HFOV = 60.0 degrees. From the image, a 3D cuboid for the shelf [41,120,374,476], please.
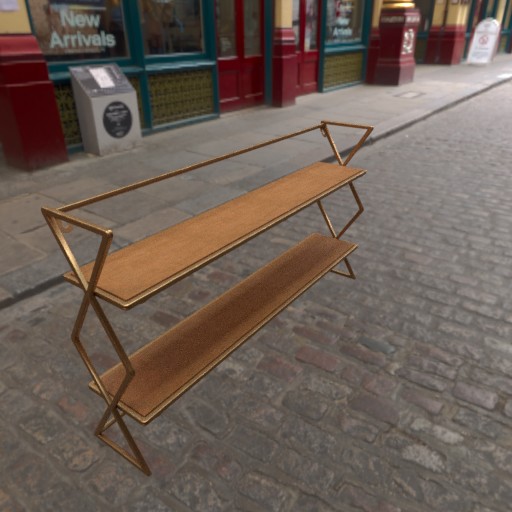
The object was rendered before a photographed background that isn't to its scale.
[{"bbox_3d":[0.000,0.000,0.977,0.150,0.450,0.822,18,32,31],"label":"shelf"}]
